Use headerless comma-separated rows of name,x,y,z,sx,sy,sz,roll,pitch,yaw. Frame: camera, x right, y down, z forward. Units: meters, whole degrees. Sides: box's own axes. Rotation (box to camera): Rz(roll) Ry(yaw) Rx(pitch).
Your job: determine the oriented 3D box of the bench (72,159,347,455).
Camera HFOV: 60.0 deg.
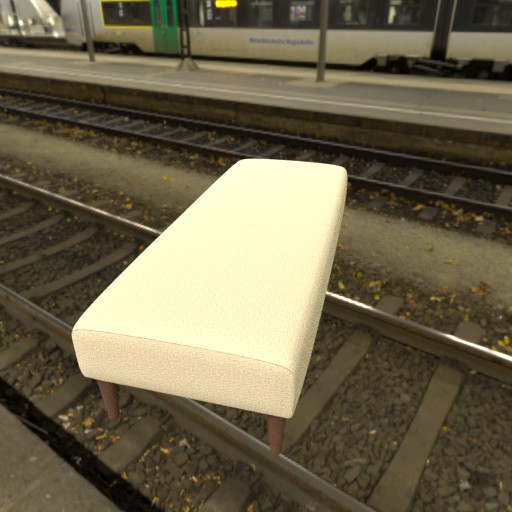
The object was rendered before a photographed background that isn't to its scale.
bench,0.000,0.000,1.861,0.646,0.393,1.609,7,29,13
